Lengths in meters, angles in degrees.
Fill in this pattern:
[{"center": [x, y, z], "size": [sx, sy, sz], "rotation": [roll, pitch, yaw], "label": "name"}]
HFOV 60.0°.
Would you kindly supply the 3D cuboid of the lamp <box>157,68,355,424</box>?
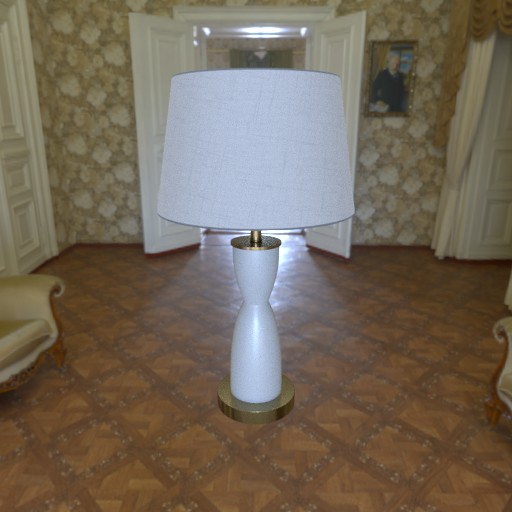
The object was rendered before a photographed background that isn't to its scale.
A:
[{"center": [0.000, 0.000, 0.730], "size": [0.309, 0.545, 0.309], "rotation": [0, 16, 0], "label": "lamp"}]
